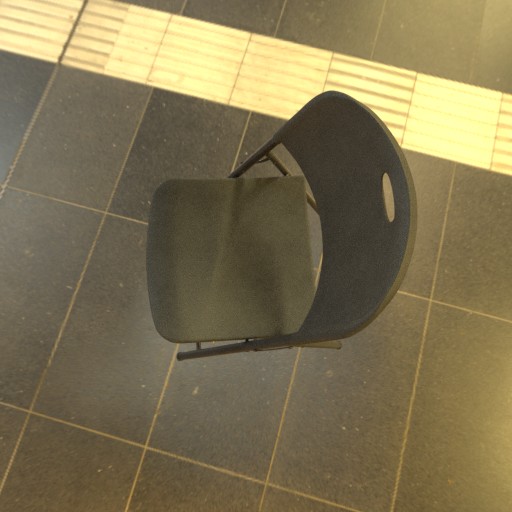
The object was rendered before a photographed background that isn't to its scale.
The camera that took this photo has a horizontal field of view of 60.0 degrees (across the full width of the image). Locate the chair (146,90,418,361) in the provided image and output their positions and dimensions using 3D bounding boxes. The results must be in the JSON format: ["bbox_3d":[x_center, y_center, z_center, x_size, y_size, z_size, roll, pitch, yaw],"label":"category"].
[{"bbox_3d":[0.000,0.000,1.163,0.566,0.810,0.494,-4,76,-1],"label":"chair"}]
